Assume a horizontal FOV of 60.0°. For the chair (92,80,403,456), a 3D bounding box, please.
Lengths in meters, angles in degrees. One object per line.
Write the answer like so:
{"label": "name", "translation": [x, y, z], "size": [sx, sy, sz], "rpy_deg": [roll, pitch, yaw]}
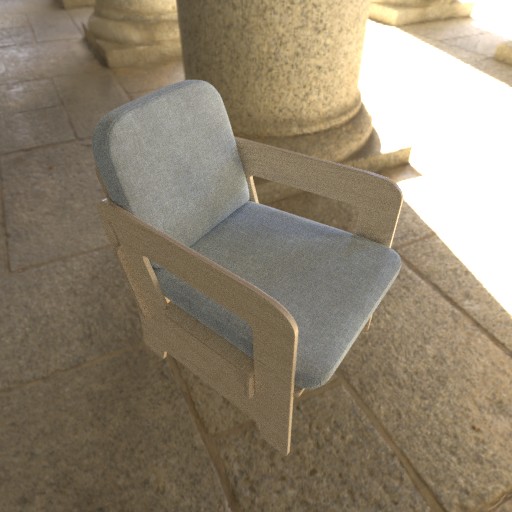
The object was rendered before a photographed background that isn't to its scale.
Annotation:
{"label": "chair", "translation": [0.000, 0.000, 1.264], "size": [0.710, 0.800, 0.590], "rpy_deg": [24, 46, 26]}
